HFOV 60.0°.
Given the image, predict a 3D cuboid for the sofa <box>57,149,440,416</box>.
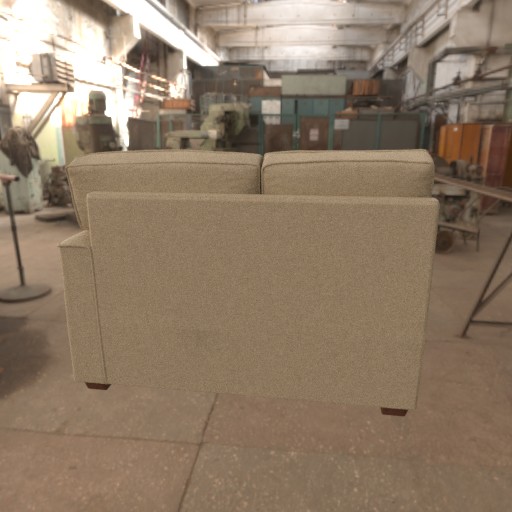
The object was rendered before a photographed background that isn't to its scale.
[{"bbox_3d":[0.000,0.000,2.061,1.388,0.989,0.991,2,15,8],"label":"sofa"}]
